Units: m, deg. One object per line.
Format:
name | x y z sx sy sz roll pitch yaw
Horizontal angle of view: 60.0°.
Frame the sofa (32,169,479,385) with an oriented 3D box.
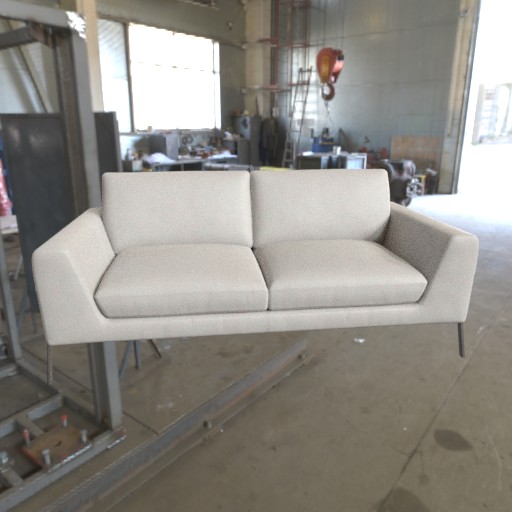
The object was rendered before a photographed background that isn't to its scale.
sofa | 0.000 0.000 2.433 2.017 0.875 0.953 -2 17 -7
